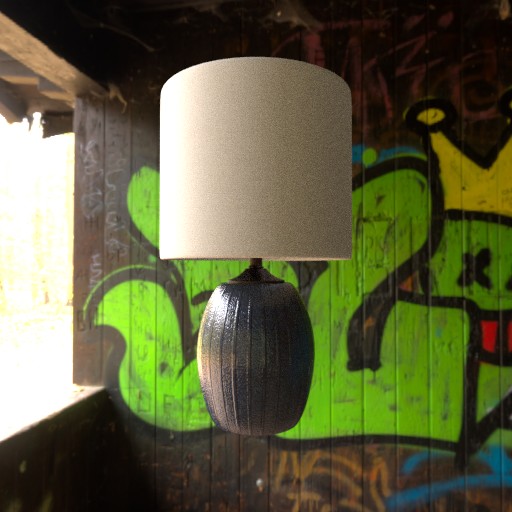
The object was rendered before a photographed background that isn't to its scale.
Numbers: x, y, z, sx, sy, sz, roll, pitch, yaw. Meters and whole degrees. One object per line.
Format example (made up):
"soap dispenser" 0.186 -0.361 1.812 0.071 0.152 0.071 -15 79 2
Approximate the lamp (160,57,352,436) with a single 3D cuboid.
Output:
"lamp" 0.000 0.000 0.774 0.329 0.570 0.329 0 -1 -17
